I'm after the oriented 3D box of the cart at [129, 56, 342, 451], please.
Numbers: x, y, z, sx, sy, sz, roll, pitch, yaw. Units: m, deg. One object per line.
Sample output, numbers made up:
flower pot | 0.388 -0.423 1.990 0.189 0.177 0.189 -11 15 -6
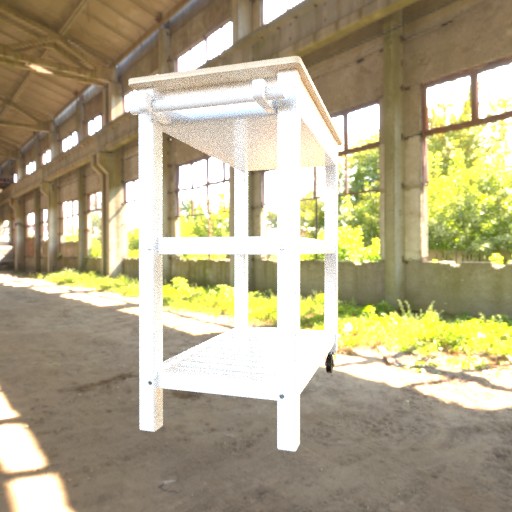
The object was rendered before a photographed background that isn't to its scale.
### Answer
cart | 0.000 0.000 1.456 0.457 0.927 0.899 0 1 18
